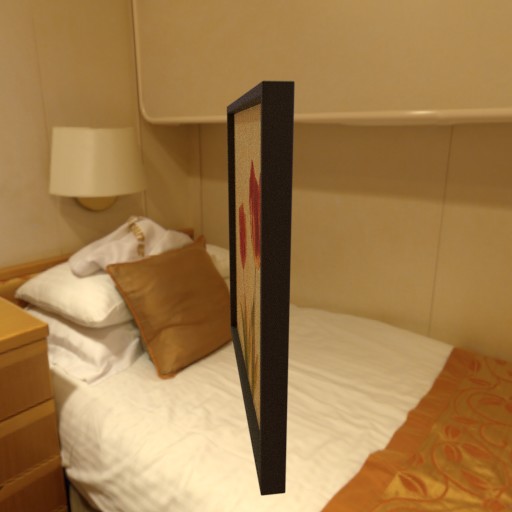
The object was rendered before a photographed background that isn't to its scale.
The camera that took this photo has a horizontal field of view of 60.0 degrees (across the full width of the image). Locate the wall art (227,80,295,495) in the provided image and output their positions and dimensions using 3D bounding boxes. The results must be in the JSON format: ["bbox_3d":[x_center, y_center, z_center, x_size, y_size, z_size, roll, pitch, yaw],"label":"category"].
[{"bbox_3d":[0.000,0.000,0.520,0.038,0.349,0.349,-2,16,-7],"label":"wall art"}]
